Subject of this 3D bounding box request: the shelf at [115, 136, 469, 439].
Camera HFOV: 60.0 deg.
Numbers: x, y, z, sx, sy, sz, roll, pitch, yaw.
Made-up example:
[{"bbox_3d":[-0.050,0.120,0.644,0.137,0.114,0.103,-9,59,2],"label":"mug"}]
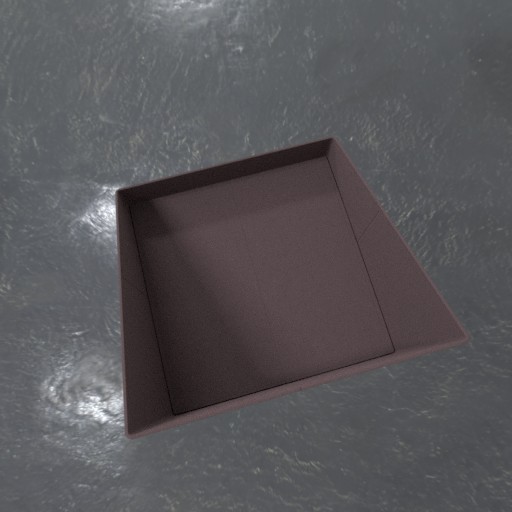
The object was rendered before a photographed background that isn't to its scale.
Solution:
[{"bbox_3d":[0.000,0.000,0.495,0.292,0.210,0.292,-15,75,-4],"label":"shelf"}]
